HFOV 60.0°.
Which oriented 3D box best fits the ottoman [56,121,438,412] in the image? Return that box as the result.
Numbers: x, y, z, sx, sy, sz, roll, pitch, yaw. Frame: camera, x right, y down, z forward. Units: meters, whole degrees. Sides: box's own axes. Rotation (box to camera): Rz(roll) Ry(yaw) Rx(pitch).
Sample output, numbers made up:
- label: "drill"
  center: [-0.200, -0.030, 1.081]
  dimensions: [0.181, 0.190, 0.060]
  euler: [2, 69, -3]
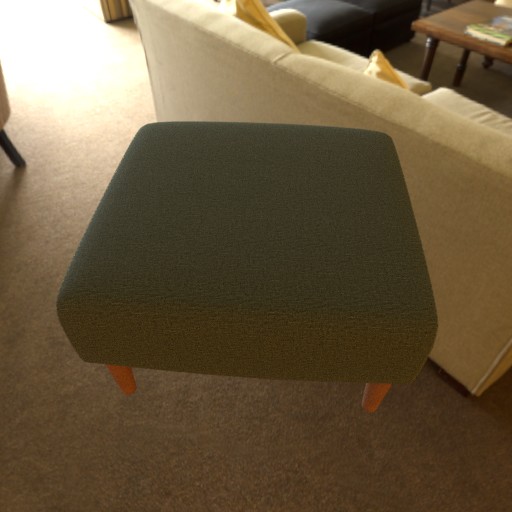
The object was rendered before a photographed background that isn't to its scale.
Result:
- label: "ottoman"
  center: [0.000, 0.000, 1.053]
  dimensions: [0.650, 0.398, 0.649]
  euler: [3, 46, 3]
